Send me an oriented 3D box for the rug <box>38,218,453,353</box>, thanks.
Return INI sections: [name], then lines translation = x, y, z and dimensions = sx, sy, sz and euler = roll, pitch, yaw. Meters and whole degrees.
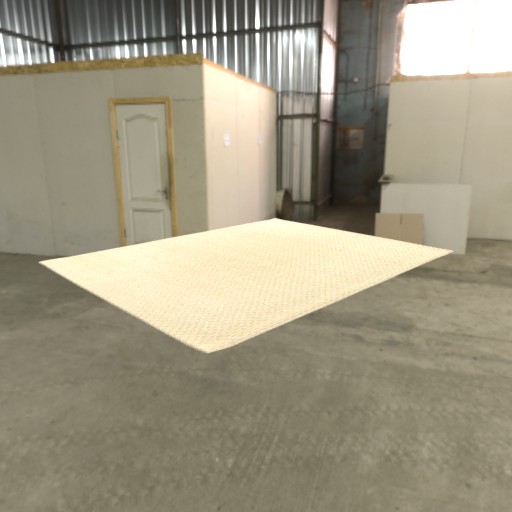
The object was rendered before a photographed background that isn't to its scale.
[rug]
translation = 0.000, 0.000, 3.904
dimensions = 2.897, 0.035, 2.277
euler = -15, 21, -42
